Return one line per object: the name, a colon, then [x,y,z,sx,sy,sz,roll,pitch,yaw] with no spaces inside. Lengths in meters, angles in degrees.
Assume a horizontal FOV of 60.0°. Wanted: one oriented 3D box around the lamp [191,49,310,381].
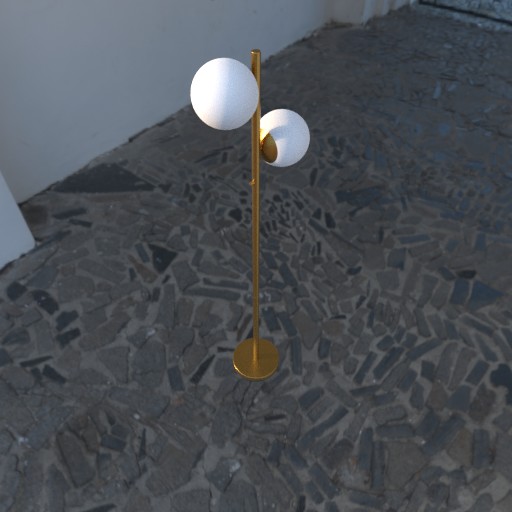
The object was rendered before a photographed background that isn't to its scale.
lamp: [0.000,0.000,1.814,0.419,1.641,0.249,-32,54,-27]
